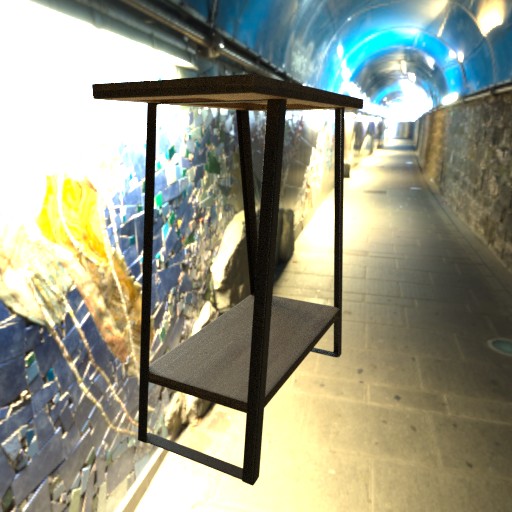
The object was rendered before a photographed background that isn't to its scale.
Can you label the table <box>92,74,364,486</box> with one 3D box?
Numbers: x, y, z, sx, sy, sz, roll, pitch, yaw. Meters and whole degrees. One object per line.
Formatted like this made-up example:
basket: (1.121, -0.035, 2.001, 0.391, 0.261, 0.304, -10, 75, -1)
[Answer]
table: (0.000, 0.000, 1.012, 0.300, 0.701, 0.599, 8, 18, 26)
